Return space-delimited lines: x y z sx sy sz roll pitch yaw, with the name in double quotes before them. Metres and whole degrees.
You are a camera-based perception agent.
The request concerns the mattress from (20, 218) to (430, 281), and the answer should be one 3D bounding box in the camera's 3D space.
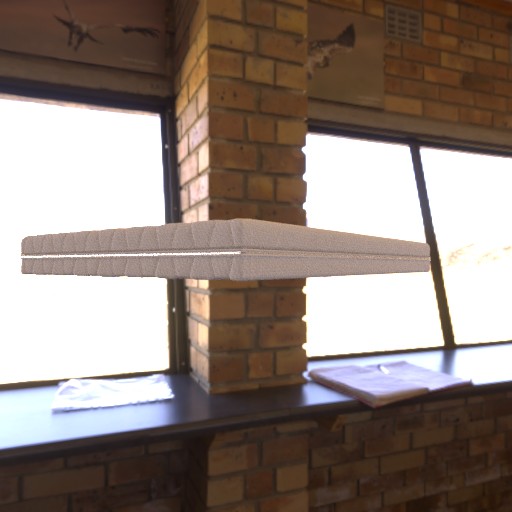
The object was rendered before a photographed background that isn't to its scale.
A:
"mattress" 0.000 0.000 2.547 1.400 0.200 2.000 -1 -1 37
